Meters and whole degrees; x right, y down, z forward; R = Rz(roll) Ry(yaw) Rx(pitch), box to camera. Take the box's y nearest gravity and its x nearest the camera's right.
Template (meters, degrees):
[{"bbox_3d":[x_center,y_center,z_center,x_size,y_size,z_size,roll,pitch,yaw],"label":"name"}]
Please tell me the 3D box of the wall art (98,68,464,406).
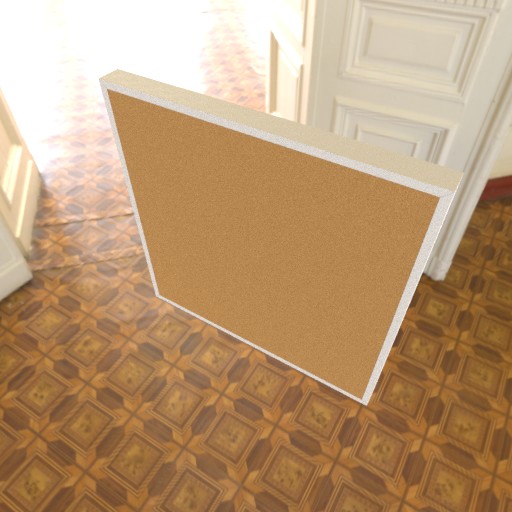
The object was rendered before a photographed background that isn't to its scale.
[{"bbox_3d":[0.000,0.000,0.750,0.509,0.509,0.040,24,51,21],"label":"wall art"}]
